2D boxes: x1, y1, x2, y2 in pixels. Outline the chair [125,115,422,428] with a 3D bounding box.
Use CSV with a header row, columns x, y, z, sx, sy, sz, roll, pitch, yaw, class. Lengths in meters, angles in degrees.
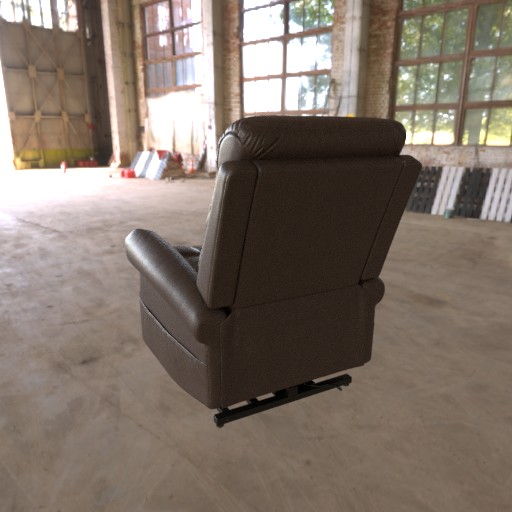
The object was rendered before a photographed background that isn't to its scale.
x,y,z,sx,sy,sz,roll,pitch,yaw,class
0.000,0.000,1.746,0.869,1.028,0.978,-8,18,-27,chair
